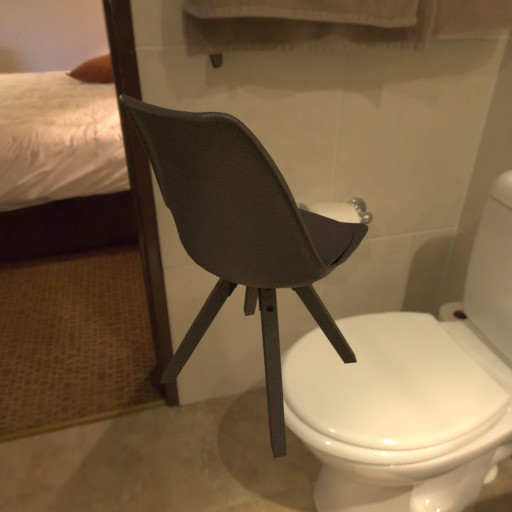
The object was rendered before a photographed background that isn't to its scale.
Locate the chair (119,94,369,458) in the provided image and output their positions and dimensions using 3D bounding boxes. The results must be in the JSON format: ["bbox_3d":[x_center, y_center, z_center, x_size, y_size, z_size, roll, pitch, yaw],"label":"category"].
[{"bbox_3d":[0.000,0.000,1.142,0.485,0.850,0.550,21,37,31],"label":"chair"}]
